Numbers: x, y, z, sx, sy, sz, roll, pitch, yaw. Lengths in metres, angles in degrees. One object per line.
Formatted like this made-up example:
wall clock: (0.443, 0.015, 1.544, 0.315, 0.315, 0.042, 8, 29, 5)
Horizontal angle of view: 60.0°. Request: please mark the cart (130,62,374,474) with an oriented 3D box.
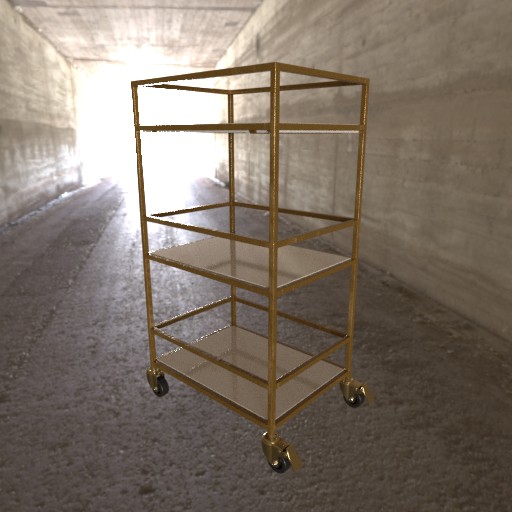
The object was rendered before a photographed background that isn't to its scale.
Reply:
cart: (0.000, 0.000, 1.019, 0.483, 0.761, 0.332, 14, 21, 40)
